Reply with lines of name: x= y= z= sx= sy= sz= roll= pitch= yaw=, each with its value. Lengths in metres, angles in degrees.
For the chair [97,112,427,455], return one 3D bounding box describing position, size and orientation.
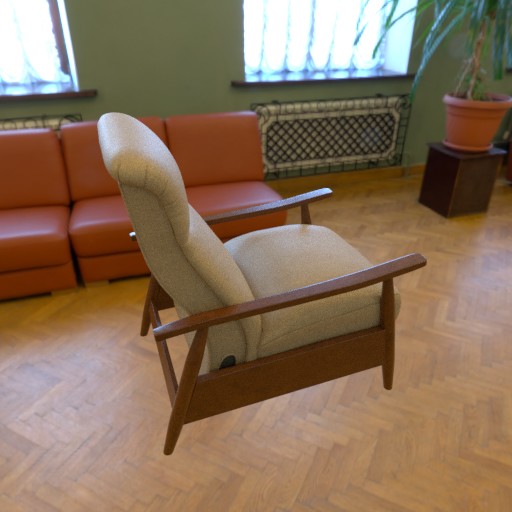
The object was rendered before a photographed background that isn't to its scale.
chair: x=0.000 y=0.000 z=1.769 sx=1.030 sy=1.082 sz=0.762 roll=-10 pitch=31 yaw=-17
